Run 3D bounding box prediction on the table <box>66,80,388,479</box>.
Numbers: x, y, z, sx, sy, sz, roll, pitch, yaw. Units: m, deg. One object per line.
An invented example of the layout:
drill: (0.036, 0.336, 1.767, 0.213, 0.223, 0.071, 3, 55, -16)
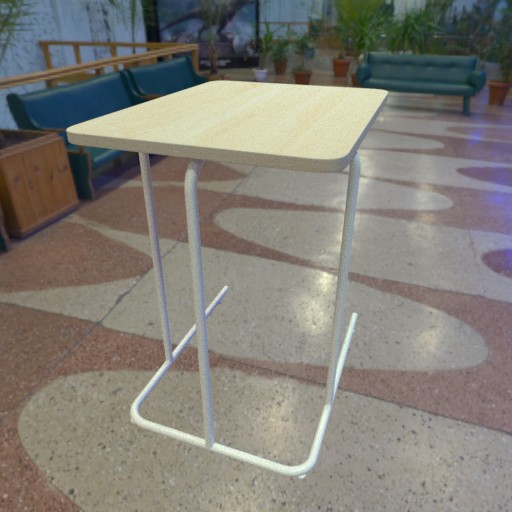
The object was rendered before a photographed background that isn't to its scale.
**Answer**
table: (0.000, 0.000, 0.844, 0.370, 0.550, 0.480, 10, 31, 18)
